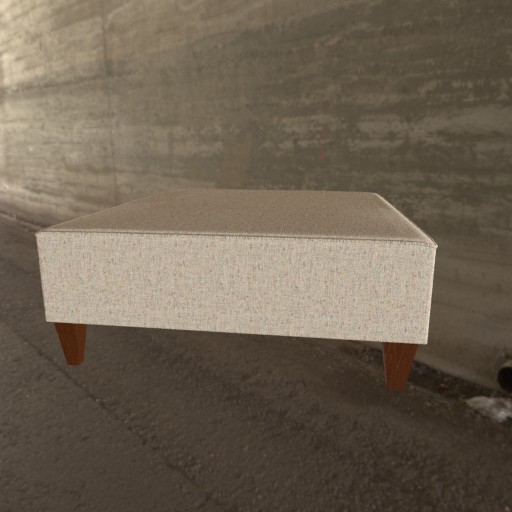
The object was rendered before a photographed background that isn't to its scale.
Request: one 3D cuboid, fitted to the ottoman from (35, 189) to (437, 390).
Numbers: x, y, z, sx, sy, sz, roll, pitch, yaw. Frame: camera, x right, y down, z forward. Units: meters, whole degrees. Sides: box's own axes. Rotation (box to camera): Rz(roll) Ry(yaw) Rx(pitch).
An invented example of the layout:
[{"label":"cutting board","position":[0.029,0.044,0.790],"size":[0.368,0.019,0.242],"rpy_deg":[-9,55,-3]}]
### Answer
[{"label":"ottoman","position":[0.000,0.000,1.221],"size":[0.736,0.303,0.835],"rpy_deg":[2,14,8]}]
